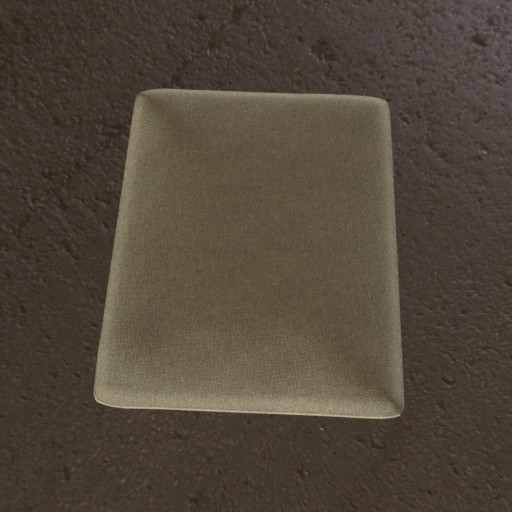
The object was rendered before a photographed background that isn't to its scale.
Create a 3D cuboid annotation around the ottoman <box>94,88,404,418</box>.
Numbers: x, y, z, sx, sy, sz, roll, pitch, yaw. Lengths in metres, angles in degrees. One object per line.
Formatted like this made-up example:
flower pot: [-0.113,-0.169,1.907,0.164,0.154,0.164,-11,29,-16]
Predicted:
ottoman: [0.000,0.000,1.243,0.693,0.474,0.821,2,73,1]
